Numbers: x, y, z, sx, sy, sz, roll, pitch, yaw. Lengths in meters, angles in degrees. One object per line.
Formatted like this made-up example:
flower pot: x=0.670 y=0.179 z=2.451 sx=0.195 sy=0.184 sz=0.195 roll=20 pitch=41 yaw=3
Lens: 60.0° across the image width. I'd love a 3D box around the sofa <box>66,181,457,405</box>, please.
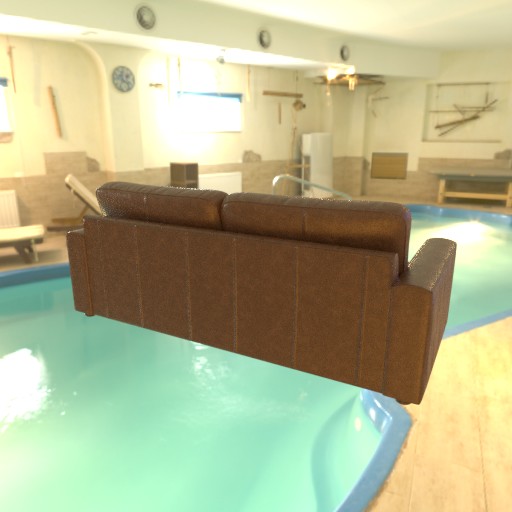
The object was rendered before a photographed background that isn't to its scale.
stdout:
sofa: x=0.000 y=0.000 z=2.729 sx=2.179 sy=0.873 sz=1.016 roll=9 pitch=18 yaw=28
